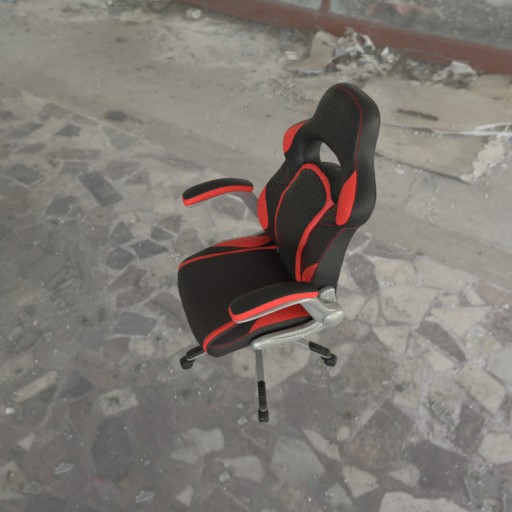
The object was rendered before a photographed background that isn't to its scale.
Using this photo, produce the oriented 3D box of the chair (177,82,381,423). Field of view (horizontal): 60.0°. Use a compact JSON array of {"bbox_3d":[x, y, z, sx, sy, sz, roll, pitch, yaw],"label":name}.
[{"bbox_3d":[0.000,0.000,1.641,0.712,1.165,0.758,-15,48,-14],"label":"chair"}]
